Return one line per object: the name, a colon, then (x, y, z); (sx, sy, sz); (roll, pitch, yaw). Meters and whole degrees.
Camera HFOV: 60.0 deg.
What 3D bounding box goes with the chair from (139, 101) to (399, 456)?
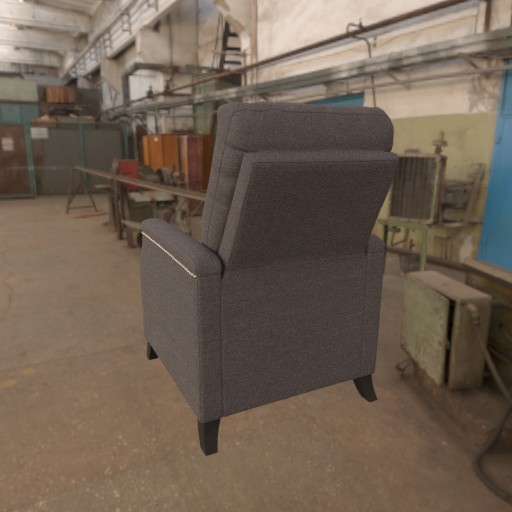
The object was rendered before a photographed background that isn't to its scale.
chair: (0.000, 0.000, 1.676); (0.710, 1.049, 0.922); (-7, 16, -26)
